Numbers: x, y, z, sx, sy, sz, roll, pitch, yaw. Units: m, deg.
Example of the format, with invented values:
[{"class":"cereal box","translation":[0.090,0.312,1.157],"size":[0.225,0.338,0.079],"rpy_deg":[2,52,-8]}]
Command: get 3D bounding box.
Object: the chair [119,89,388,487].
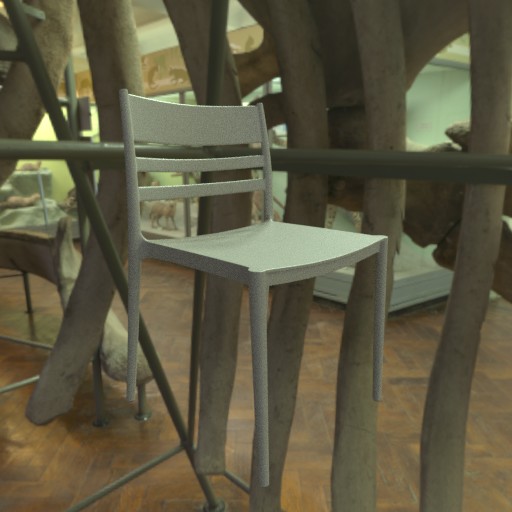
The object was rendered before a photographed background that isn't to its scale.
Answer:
[{"class":"chair","translation":[0.000,0.000,1.132],"size":[0.511,0.800,0.531],"rpy_deg":[13,19,43]}]
